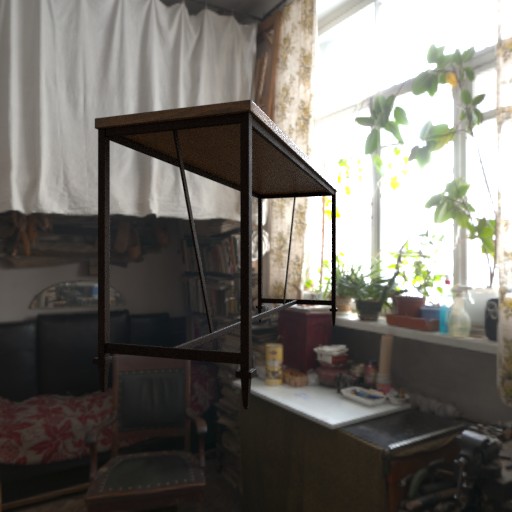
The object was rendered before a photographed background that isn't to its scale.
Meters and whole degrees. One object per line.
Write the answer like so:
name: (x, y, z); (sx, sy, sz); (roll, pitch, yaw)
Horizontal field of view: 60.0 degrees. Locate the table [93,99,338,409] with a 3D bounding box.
table: (0.000, 0.000, 2.168); (0.551, 0.902, 1.700); (0, 0, 19)
